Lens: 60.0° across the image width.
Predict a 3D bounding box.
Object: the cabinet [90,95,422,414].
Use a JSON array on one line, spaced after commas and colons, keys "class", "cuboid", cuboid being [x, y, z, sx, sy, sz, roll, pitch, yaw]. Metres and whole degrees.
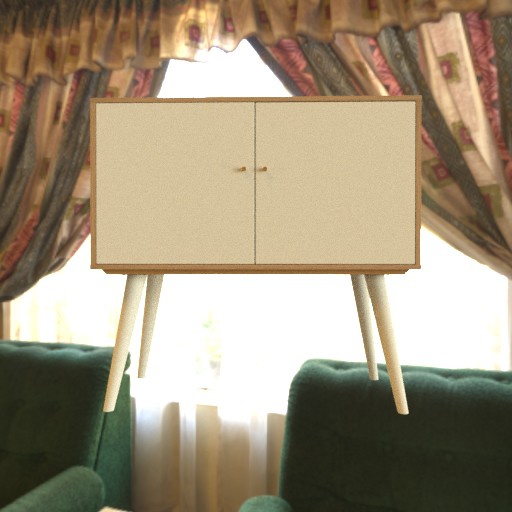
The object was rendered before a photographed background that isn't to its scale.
[{"class": "cabinet", "cuboid": [0.000, 0.000, 1.635, 1.057, 1.016, 0.470, 0, 0, 1]}]
